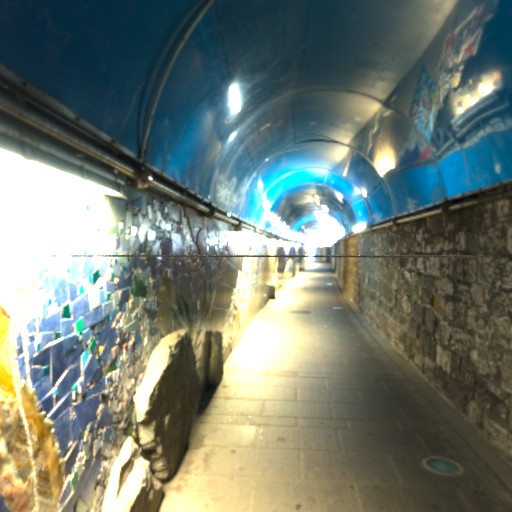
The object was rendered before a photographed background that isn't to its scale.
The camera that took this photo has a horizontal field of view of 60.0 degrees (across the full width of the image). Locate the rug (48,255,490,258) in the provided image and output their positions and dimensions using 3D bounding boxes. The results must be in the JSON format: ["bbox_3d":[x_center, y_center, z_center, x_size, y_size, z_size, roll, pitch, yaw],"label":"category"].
[{"bbox_3d":[0.000,0.000,2.713,2.439,0.008,0.762,0,0,18],"label":"rug"}]
